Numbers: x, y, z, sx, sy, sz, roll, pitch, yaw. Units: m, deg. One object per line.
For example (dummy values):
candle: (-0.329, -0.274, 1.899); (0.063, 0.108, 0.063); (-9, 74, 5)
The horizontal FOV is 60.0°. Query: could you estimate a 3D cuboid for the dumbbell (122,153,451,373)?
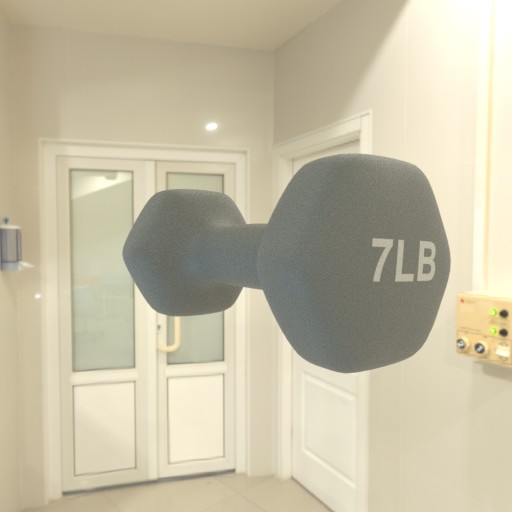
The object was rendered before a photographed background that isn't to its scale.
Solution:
dumbbell: (0.000, 0.000, 0.232); (0.090, 0.081, 0.184); (-2, 3, -35)
